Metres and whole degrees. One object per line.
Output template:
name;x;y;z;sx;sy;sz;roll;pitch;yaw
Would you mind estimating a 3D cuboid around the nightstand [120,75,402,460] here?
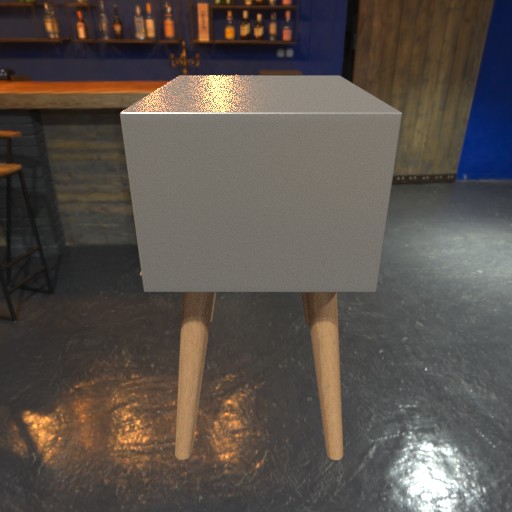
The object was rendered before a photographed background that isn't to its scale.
nightstand;0.000;0.000;0.715;0.288;0.508;0.370;0;27;0
